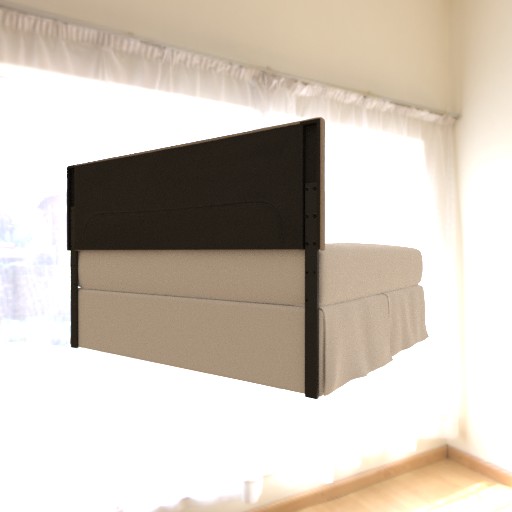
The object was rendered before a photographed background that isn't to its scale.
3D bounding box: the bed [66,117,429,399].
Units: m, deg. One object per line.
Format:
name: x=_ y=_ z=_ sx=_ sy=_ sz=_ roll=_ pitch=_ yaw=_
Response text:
bed: x=0.000 y=0.000 z=3.461 sx=2.170 sy=1.346 sz=1.914 roll=0 pitch=1 yaw=35
